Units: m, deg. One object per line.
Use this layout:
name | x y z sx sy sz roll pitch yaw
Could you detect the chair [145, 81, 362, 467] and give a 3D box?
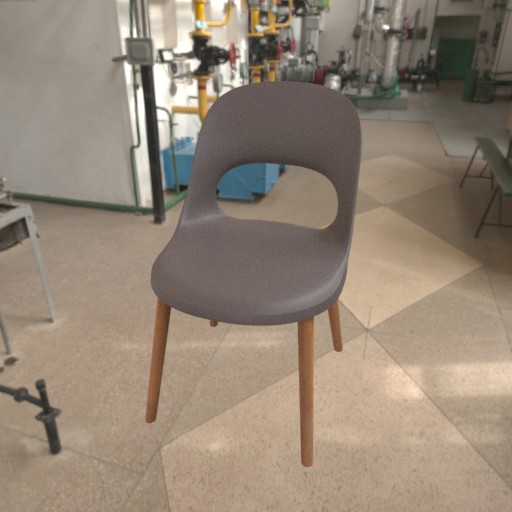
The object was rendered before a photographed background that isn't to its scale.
chair | 0.000 0.000 1.146 0.470 0.794 0.556 8 28 16
